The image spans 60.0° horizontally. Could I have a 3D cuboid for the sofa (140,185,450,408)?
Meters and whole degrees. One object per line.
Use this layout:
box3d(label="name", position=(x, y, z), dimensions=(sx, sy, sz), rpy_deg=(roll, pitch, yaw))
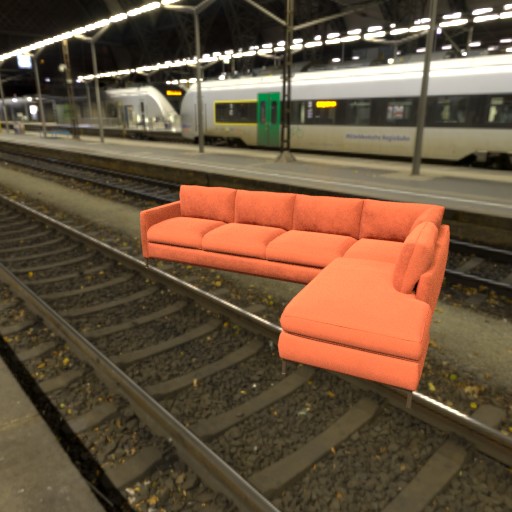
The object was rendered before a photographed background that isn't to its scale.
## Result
box3d(label="sofa", position=(0.000, 0.000, 3.513), dimensions=(2.736, 0.757, 1.879), rpy_deg=(9, 20, 25))
